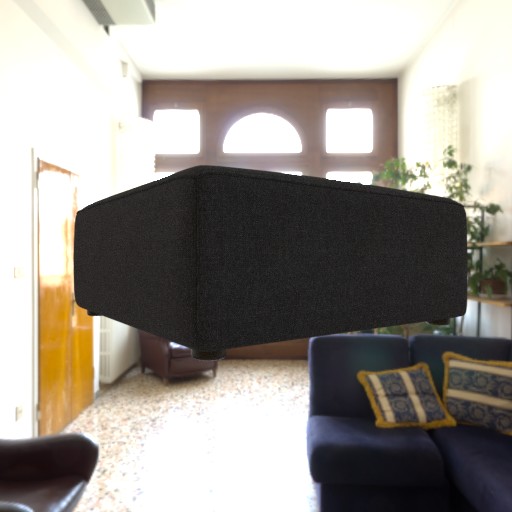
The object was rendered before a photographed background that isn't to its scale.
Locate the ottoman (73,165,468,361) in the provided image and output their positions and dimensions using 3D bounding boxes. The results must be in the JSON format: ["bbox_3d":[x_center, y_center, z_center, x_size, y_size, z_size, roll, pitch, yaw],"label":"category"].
[{"bbox_3d":[0.000,0.000,1.538,1.000,0.439,1.000,0,0,-35],"label":"ottoman"}]
